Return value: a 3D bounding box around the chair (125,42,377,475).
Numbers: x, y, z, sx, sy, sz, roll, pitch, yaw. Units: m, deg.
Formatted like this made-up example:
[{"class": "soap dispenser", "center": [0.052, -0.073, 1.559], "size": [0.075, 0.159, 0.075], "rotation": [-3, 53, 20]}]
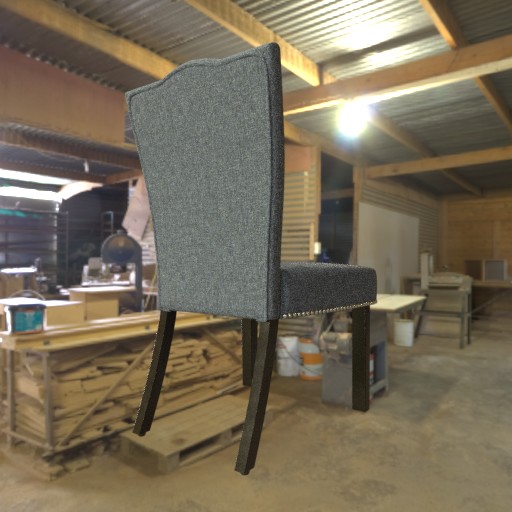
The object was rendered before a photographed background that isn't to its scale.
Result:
[{"class": "chair", "center": [0.000, 0.000, 1.287], "size": [0.518, 0.946, 0.589], "rotation": [0, 0, 36]}]
